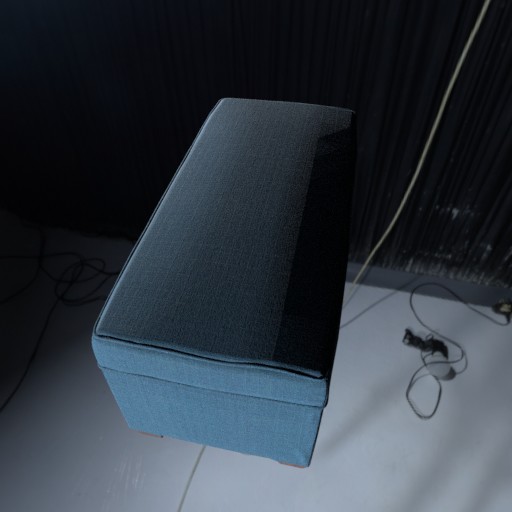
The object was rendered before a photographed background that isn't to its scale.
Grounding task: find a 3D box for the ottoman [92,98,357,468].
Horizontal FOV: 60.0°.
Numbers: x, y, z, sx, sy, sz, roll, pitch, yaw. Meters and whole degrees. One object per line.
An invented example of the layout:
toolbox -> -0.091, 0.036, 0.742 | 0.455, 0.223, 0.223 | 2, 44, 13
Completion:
ottoman -> 0.000, 0.000, 1.219 | 0.474, 0.474, 0.943 | 9, 46, 8
